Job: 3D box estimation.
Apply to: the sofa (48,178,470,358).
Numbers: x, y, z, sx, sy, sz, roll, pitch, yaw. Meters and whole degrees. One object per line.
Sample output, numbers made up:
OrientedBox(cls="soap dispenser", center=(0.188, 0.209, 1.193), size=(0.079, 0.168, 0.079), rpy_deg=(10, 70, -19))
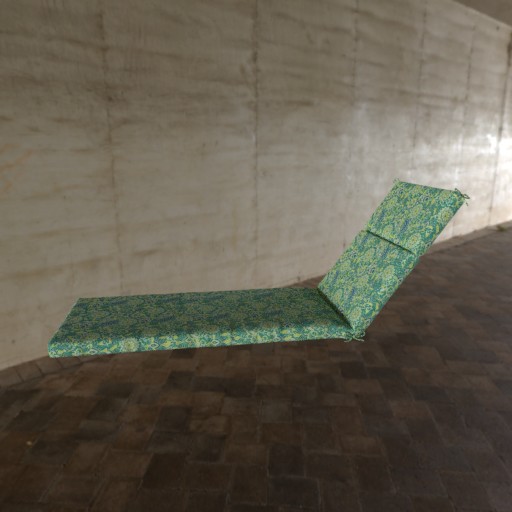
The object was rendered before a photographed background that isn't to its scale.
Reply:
OrientedBox(cls="sofa", center=(0.000, 0.000, 1.954), size=(1.663, 0.622, 0.582), rpy_deg=(-2, 15, -9))
